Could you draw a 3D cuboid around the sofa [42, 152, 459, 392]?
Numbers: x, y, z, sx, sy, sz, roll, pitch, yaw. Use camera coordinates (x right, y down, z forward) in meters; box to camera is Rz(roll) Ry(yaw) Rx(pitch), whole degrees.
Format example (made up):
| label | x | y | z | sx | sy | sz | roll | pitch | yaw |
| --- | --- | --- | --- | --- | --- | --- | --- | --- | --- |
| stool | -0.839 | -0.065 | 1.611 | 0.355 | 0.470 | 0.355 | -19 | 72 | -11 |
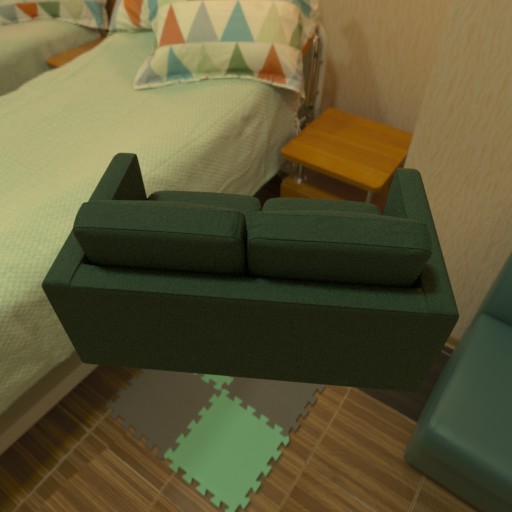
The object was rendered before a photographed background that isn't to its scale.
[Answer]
| label | x | y | z | sx | sy | sz | roll | pitch | yaw |
| --- | --- | --- | --- | --- | --- | --- | --- | --- | --- |
| sofa | 0.000 | 0.000 | 1.967 | 1.430 | 0.899 | 0.879 | 4 | 46 | 4 |
